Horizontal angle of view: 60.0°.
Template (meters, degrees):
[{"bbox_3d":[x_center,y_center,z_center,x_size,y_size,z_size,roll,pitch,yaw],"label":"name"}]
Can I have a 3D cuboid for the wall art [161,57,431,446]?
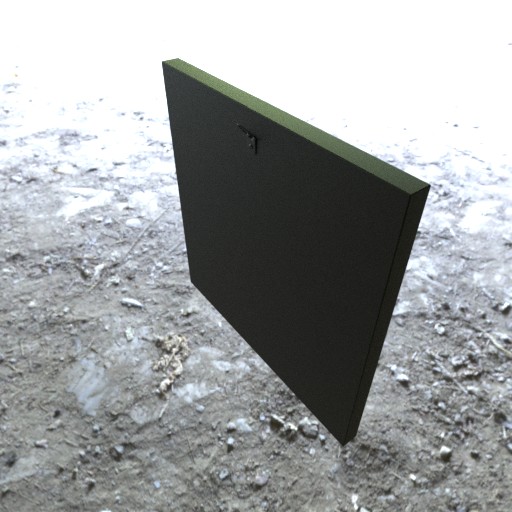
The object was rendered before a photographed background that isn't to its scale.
[{"bbox_3d":[0.000,0.000,0.514,0.038,0.349,0.349,-26,47,-27],"label":"wall art"}]
